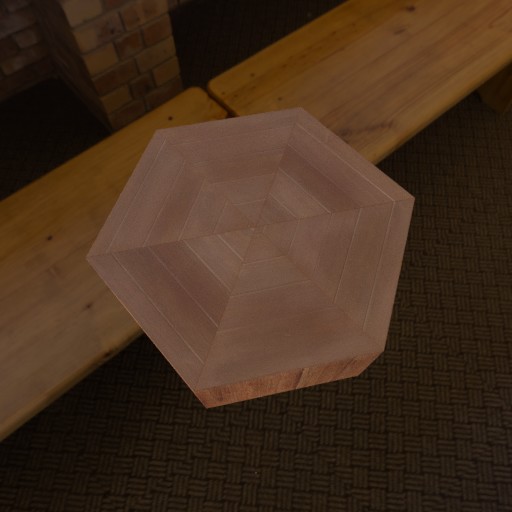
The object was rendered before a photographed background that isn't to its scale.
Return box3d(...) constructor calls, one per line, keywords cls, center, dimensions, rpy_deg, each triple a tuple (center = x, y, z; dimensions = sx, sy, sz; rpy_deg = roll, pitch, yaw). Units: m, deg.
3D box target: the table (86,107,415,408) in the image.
box3d(cls="table", center=(0.000, 0.000, 1.727), dimensions=(1.000, 0.456, 1.154), rpy_deg=(16, 65, 8))
